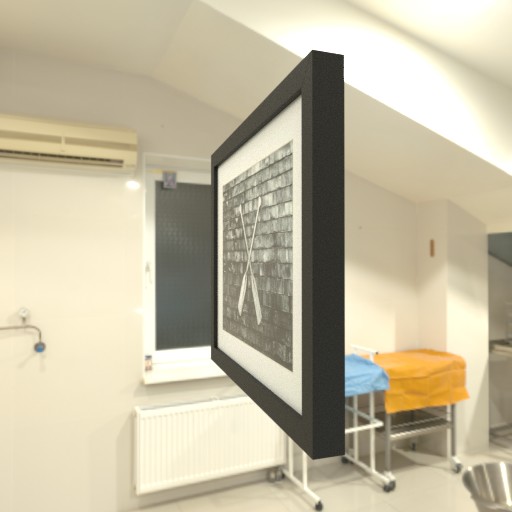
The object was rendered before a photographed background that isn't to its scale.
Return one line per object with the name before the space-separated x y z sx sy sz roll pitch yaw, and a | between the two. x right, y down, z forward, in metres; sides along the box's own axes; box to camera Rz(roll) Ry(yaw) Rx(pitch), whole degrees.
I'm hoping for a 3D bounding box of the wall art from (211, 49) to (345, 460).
wall art | 0.000 0.000 0.541 0.029 0.330 0.381 0 -1 -18
